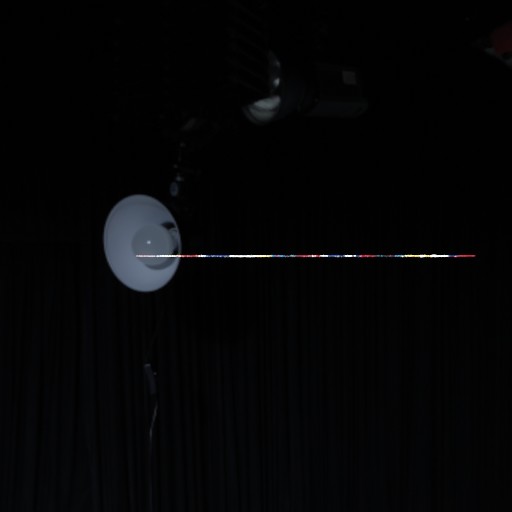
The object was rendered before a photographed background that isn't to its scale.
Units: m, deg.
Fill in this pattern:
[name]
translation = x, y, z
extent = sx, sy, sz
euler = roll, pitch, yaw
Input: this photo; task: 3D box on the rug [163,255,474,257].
[rug]
translation = 0.000, 0.000, 3.064
extent = 1.465, 0.012, 2.465
euler = 0, 0, -19
